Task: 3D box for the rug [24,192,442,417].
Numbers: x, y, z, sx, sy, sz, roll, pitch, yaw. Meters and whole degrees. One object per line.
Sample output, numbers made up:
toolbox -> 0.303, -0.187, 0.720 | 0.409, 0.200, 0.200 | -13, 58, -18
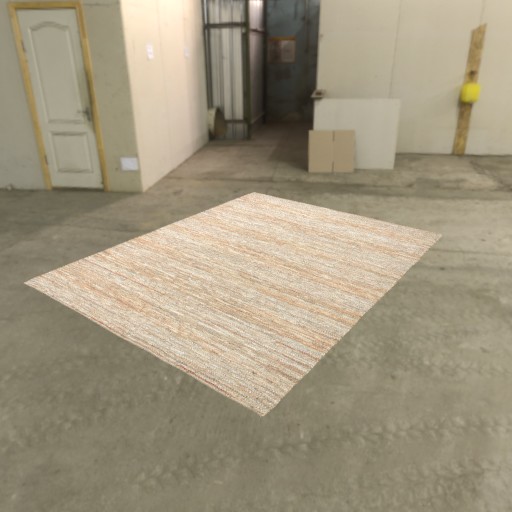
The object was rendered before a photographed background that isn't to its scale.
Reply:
rug -> 0.000, 0.000, 3.852 | 2.313, 0.009, 2.939 | 18, 31, 33
